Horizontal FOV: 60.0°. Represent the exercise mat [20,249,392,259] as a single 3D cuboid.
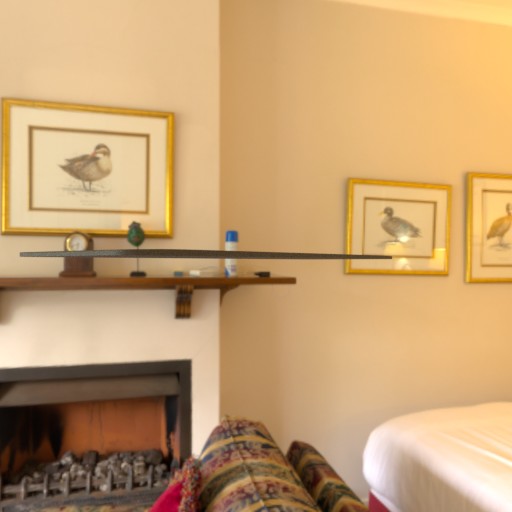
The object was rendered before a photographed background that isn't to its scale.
[{"bbox_3d":[0.000,0.000,2.040,0.616,0.021,1.869,-1,-1,38],"label":"exercise mat"}]
